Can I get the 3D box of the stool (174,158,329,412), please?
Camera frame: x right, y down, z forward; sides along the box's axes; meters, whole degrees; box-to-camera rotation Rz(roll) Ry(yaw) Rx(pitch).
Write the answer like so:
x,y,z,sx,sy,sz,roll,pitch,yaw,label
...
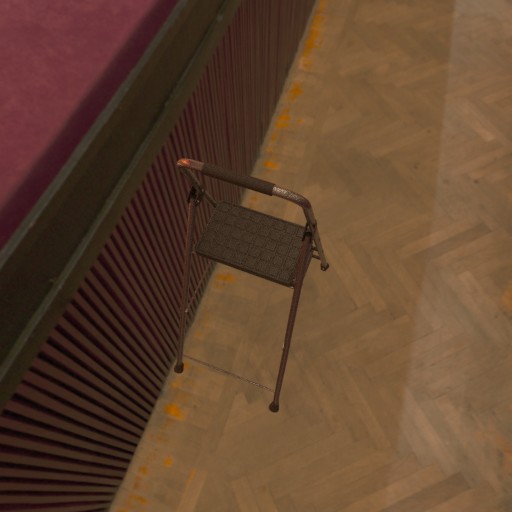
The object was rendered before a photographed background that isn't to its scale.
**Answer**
x,y,z,sx,sy,sz,roll,pitch,yaw,label
0.000,0.000,1.501,0.473,1.121,0.733,19,64,10,stool
